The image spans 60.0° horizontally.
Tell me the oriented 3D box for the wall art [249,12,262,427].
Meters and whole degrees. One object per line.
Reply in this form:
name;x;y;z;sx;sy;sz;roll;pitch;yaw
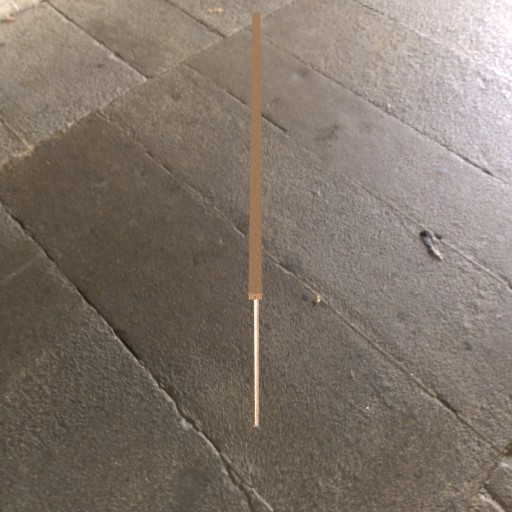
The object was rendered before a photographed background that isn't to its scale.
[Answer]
wall art;0.000;0.000;0.784;0.012;0.608;0.459;0;58;0
